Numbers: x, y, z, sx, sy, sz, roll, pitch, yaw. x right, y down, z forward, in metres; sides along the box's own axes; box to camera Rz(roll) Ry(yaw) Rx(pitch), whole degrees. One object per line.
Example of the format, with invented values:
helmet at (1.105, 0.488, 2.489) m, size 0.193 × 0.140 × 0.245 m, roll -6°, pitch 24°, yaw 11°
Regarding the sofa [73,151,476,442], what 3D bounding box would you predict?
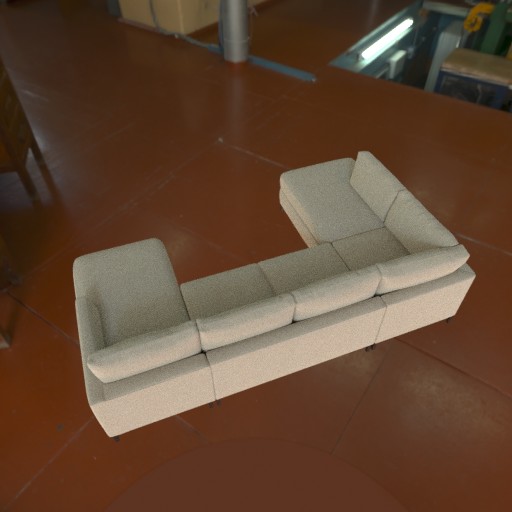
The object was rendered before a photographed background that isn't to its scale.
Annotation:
sofa at (0.000, 0.000, 3.821) m, size 2.984 × 0.862 × 1.989 m, roll -15°, pitch 48°, yaw -14°
